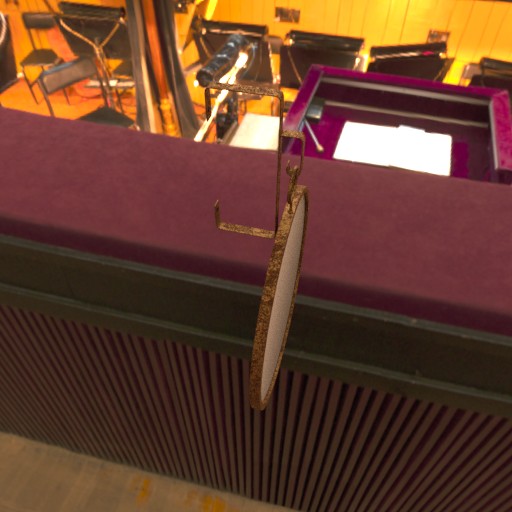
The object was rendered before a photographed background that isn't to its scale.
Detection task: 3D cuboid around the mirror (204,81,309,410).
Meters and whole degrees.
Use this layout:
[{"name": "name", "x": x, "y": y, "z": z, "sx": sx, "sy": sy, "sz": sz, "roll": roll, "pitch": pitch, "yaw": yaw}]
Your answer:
[{"name": "mirror", "x": 0.000, "y": 0.000, "z": 0.836, "sx": 0.144, "sy": 0.651, "sz": 0.447, "roll": 11, "pitch": 47, "yaw": 10}]
